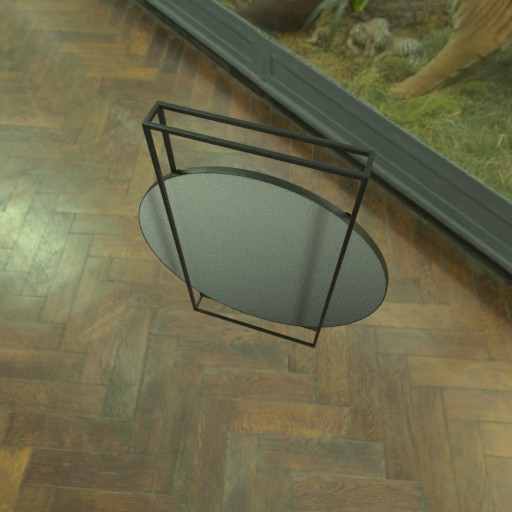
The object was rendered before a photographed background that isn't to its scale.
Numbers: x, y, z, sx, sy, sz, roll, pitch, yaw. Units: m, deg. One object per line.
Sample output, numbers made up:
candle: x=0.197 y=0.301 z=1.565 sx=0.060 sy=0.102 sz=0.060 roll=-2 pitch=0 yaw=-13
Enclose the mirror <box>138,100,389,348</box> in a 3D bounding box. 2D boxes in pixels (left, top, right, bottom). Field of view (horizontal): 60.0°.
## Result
mirror: x=0.000 y=0.000 z=0.849 sx=0.508 sy=0.603 sz=0.051 roll=16 pitch=59 yaw=10
